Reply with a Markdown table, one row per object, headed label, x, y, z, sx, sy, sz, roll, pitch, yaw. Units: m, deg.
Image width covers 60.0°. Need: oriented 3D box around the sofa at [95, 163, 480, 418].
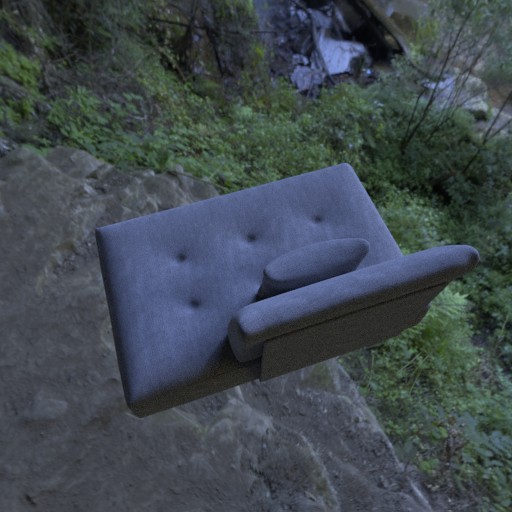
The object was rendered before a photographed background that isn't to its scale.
| label | x | y | z | sx | sy | sz | roll | pitch | yaw |
| --- | --- | --- | --- | --- | --- | --- | --- | --- | --- |
| sofa | 0.000 | 0.000 | 2.033 | 1.450 | 0.820 | 1.002 | -16 | 61 | -9 |
